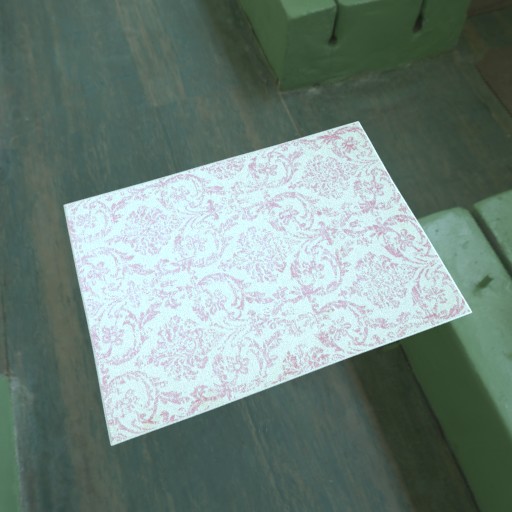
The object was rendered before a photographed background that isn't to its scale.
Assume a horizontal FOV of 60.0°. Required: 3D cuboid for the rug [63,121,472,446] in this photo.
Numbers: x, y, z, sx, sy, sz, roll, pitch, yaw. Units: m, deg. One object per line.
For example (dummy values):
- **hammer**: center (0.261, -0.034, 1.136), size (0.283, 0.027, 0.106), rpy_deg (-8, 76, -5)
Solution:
- **rug**: center (0.000, 0.000, 2.836), size (2.202, 0.014, 1.598), rpy_deg (-18, 66, -8)
